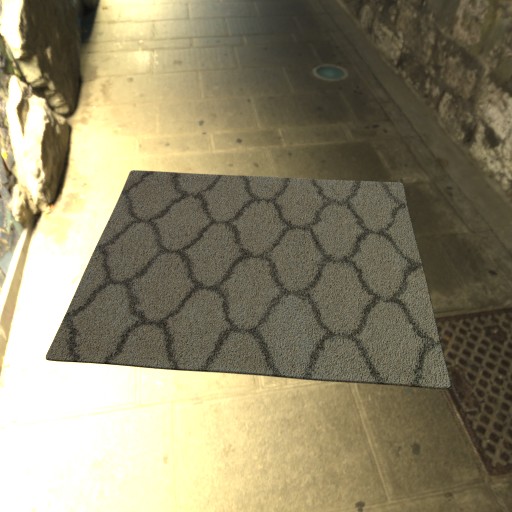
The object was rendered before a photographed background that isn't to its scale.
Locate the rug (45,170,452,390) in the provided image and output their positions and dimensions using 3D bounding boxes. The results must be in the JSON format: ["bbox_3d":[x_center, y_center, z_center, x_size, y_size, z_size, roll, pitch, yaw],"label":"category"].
[{"bbox_3d":[0.000,0.000,4.052,3.000,0.026,2.399,3,47,3],"label":"rug"}]
